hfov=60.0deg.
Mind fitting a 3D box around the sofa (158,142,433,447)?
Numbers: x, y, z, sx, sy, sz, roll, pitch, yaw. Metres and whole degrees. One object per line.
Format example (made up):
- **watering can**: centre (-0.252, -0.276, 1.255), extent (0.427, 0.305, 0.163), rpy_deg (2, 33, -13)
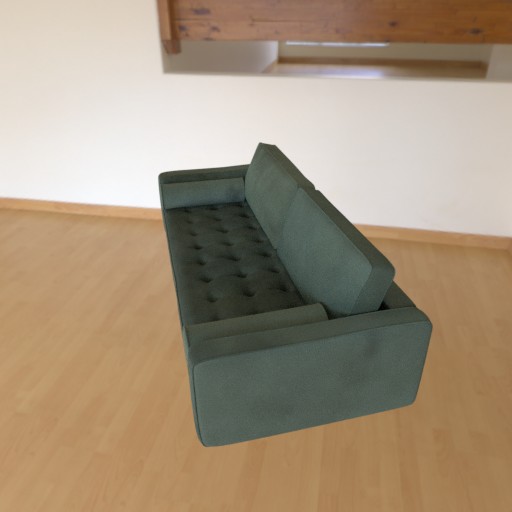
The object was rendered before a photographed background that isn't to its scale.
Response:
- **sofa**: centre (0.000, 0.000, 2.398), extent (0.916, 0.772, 1.880), rpy_deg (-7, 31, -12)
